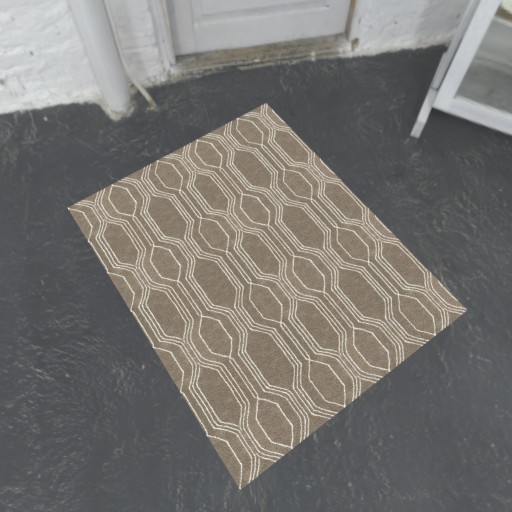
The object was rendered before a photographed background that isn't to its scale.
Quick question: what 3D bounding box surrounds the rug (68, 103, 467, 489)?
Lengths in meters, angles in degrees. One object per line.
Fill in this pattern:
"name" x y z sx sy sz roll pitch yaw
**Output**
"rug" 0.000 0.000 4.198 2.457 0.012 3.062 -32 68 -15
